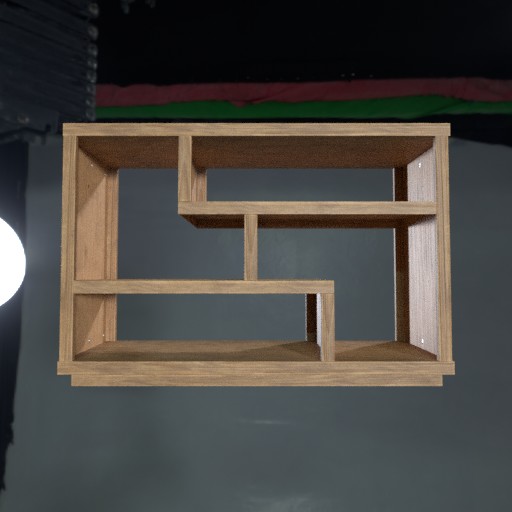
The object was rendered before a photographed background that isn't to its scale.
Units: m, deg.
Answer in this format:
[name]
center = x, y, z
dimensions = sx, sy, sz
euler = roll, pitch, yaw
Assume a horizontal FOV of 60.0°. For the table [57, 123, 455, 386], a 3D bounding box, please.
[table]
center = 0.000, 0.000, 1.502
dimensions = 1.151, 0.771, 0.410
euler = 0, -2, 0
